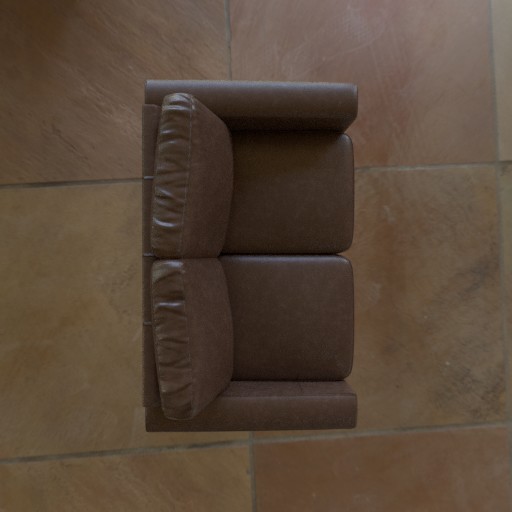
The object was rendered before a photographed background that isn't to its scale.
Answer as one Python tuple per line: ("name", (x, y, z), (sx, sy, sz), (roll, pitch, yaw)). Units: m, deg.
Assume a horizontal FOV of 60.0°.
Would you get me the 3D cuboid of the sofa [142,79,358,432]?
("sofa", (0.000, 0.000, 2.152), (1.016, 0.873, 1.616), (0, 90, -3))
